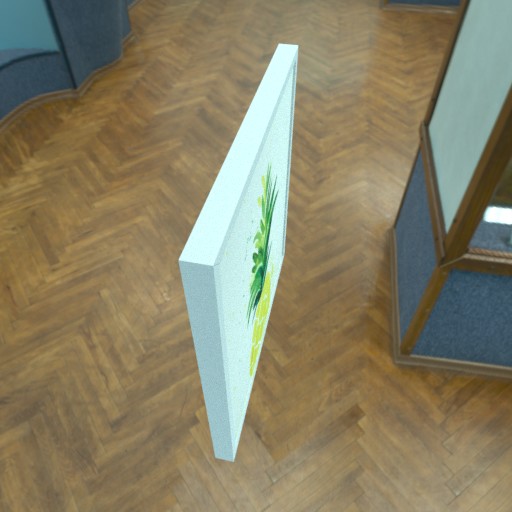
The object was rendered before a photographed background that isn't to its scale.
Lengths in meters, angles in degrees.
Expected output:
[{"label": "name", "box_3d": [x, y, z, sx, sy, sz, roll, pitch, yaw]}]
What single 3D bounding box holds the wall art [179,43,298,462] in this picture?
[{"label": "wall art", "box_3d": [0.000, 0.000, 0.457, 0.020, 0.307, 0.307, 9, 47, 9]}]
